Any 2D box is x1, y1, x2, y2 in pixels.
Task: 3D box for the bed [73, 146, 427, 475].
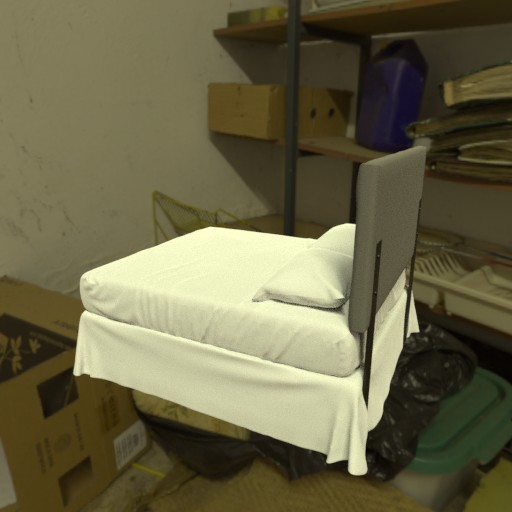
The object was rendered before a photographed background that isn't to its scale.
[{"bbox_3d":[0.000,0.000,3.311,2.222,1.577,1.936,9,19,26],"label":"bed"}]
